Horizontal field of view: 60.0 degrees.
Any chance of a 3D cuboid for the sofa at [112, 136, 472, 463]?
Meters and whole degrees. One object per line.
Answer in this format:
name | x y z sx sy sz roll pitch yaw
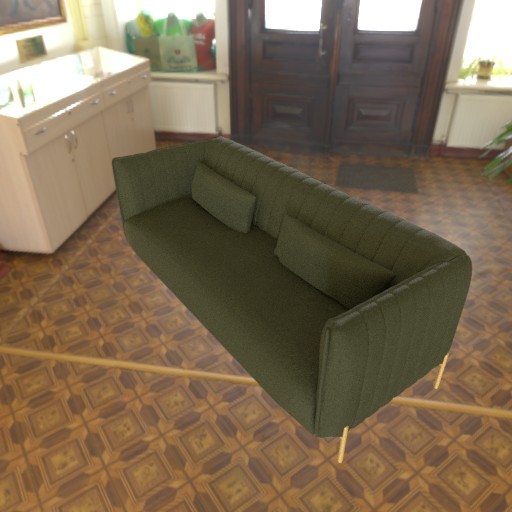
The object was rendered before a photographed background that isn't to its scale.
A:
sofa | 0.000 0.000 2.578 0.896 0.793 2.137 -21 38 -30
